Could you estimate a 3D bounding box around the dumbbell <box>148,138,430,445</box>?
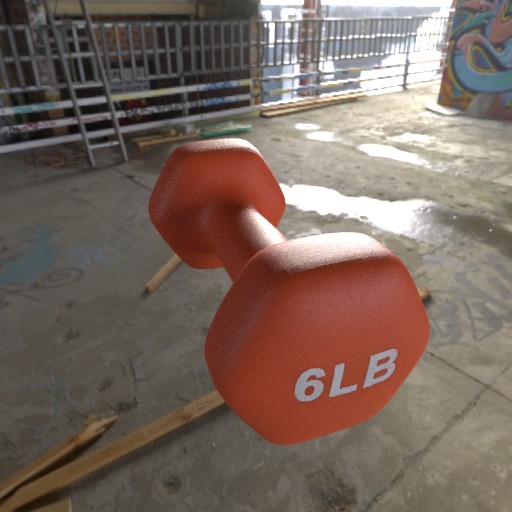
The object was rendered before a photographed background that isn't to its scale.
[{"bbox_3d":[0.000,0.000,0.201,0.079,0.071,0.162,-10,31,-17],"label":"dumbbell"}]
